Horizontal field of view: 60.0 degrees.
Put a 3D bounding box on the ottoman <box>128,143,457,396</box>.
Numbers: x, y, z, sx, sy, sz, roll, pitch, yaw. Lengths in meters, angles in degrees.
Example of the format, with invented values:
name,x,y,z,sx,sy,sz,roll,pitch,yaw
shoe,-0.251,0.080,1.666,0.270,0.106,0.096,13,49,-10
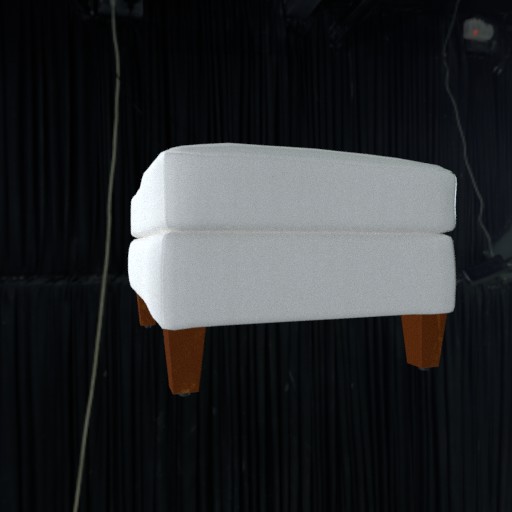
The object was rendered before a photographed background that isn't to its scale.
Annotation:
name,x,y,z,sx,sy,sz,roll,pitch,yaw
ottoman,0.000,0.000,1.197,0.634,0.479,0.818,0,1,-19
